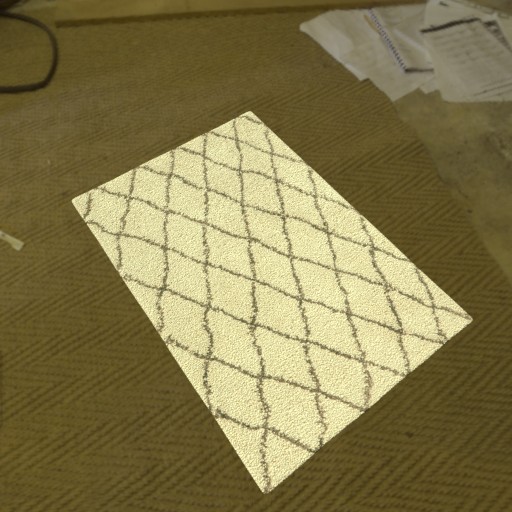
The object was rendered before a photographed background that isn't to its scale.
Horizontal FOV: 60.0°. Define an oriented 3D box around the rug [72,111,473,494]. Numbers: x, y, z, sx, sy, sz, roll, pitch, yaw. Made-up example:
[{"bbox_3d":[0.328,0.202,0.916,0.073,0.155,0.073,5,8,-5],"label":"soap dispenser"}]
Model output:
[{"bbox_3d":[0.000,0.000,2.256,1.219,0.030,1.778,-32,64,-18],"label":"rug"}]
